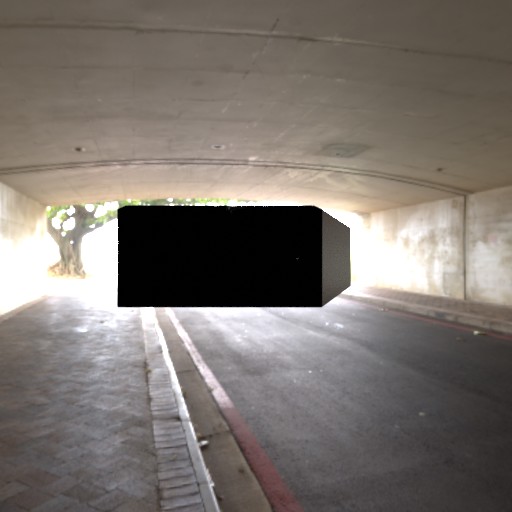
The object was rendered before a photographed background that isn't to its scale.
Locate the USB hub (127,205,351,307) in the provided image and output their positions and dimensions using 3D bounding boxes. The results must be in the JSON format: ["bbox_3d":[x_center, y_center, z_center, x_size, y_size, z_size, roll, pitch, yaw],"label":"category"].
[{"bbox_3d":[0.000,0.000,0.126,0.044,0.023,0.110,0,0,17],"label":"USB hub"}]
